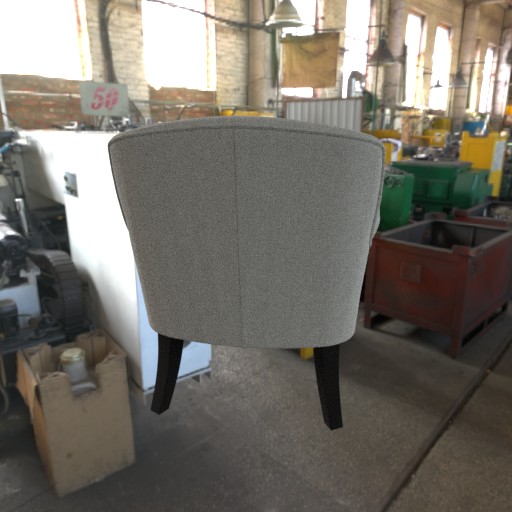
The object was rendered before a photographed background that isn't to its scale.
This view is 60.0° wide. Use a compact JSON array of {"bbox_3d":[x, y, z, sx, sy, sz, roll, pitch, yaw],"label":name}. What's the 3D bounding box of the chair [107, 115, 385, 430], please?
[{"bbox_3d":[0.000,0.000,1.481,0.772,0.880,0.755,2,16,8],"label":"chair"}]
